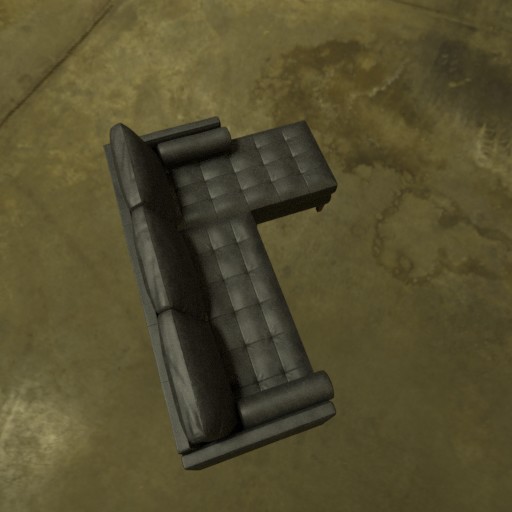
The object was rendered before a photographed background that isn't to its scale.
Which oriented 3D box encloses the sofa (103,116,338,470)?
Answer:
[{"bbox_3d":[0.000,0.000,2.893,1.497,0.876,2.178,-17,65,-8],"label":"sofa"}]
